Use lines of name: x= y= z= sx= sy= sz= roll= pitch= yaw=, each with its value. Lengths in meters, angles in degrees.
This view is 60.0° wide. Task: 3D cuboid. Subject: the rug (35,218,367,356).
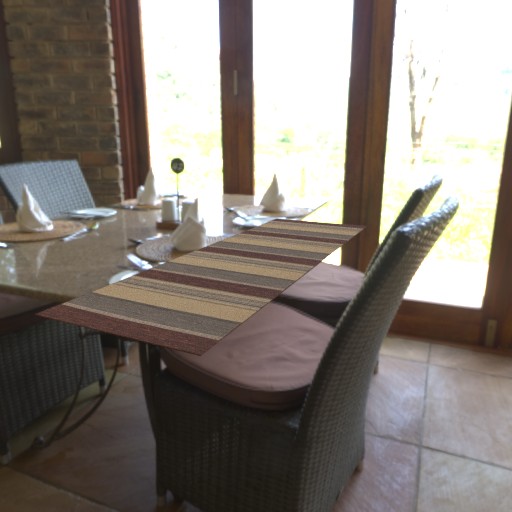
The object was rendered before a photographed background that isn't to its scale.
rug: x=0.000 y=0.000 z=2.678 sx=0.792 sy=0.006 sz=2.437 roll=7 pitch=17 yaw=25
